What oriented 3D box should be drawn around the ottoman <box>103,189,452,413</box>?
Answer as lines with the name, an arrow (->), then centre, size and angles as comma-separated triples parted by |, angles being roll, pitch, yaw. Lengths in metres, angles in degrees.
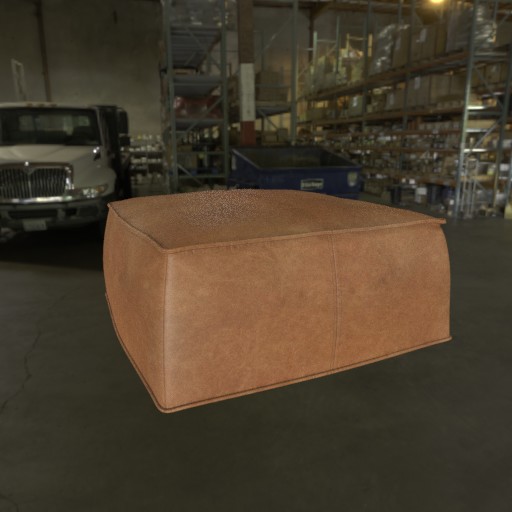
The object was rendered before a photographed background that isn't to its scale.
ottoman -> 0.000, 0.000, 1.431 | 0.901, 0.395, 0.902 | -7, 16, -25
